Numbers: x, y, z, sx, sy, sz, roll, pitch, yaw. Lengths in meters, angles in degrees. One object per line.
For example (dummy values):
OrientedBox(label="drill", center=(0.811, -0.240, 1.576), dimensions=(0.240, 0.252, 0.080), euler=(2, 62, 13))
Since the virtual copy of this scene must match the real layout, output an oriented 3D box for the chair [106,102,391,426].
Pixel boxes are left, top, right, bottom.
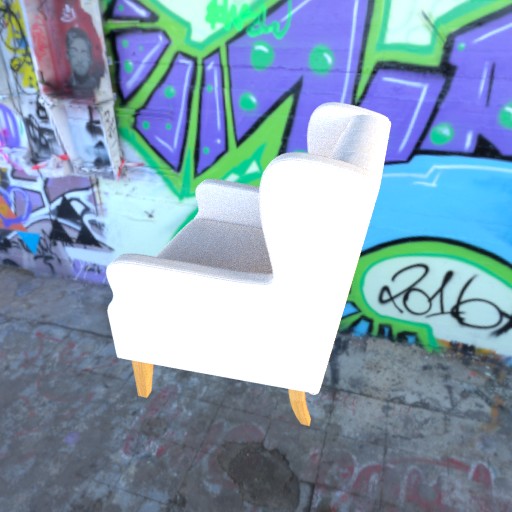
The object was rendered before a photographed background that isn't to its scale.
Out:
OrientedBox(label="chair", center=(0.000, 0.000, 1.538), dimensions=(0.760, 0.930, 0.710), euler=(9, 32, 15))
